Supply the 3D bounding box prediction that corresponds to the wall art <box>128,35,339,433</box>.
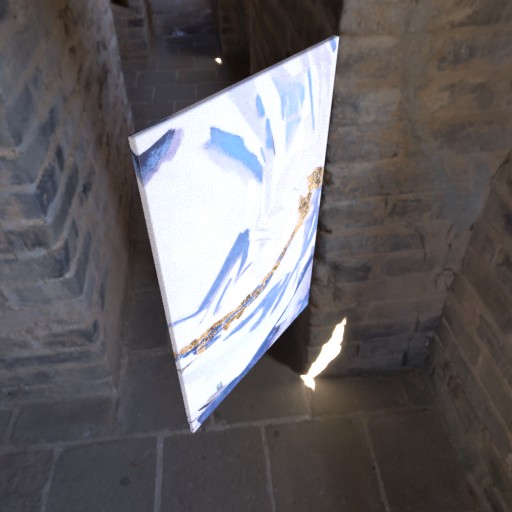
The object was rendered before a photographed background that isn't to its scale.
[{"bbox_3d":[0.000,0.000,1.135,0.016,0.914,0.610,27,49,26],"label":"wall art"}]
